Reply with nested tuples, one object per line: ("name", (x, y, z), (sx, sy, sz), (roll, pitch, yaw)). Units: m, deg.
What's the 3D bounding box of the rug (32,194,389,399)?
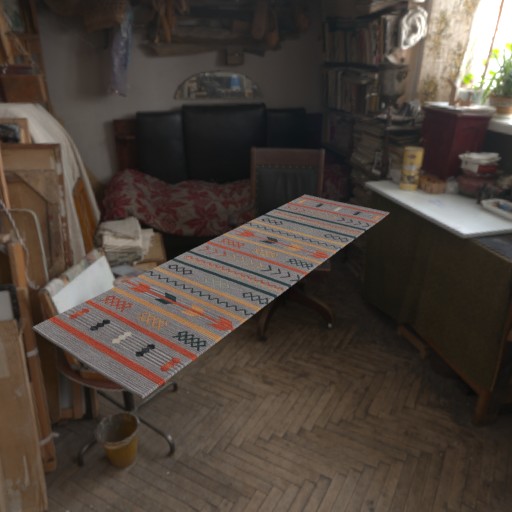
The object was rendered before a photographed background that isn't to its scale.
("rug", (0.000, 0.000, 2.667), (0.744, 0.022, 2.419), (17, 31, 32))
